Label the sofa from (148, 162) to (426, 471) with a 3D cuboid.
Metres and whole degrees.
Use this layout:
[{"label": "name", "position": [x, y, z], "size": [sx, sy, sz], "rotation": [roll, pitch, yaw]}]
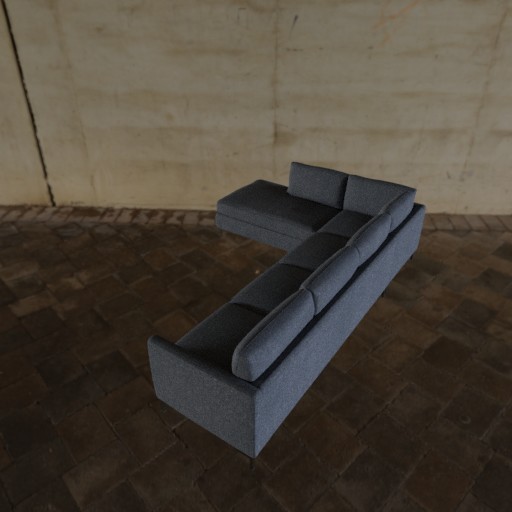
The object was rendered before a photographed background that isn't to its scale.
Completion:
[{"label": "sofa", "position": [0.000, 0.000, 3.848], "size": [2.007, 0.815, 2.949], "rotation": [20, 36, 29]}]
